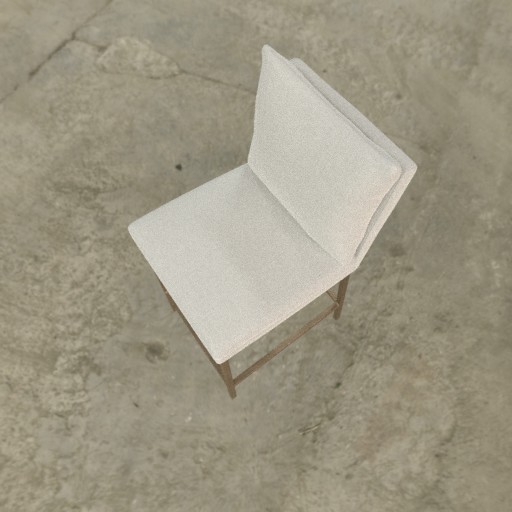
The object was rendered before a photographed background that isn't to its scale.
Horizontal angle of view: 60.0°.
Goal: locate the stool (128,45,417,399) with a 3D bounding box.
[{"bbox_3d":[0.000,0.000,1.349,0.572,1.032,0.463,-33,68,-15],"label":"stool"}]
